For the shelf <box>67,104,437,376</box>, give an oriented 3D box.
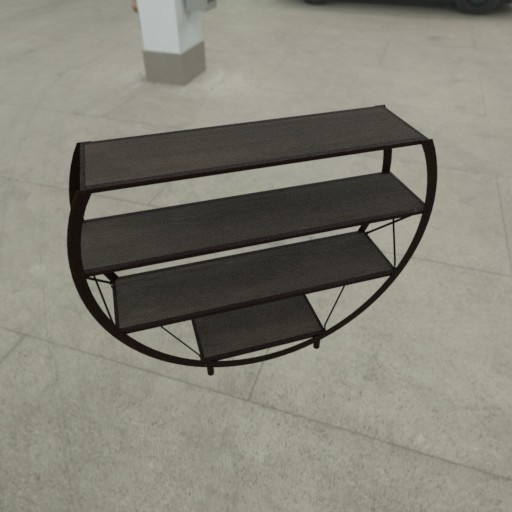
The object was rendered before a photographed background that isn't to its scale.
[{"bbox_3d":[0.000,0.000,1.910,1.403,1.063,0.344,-11,41,-13],"label":"shelf"}]
